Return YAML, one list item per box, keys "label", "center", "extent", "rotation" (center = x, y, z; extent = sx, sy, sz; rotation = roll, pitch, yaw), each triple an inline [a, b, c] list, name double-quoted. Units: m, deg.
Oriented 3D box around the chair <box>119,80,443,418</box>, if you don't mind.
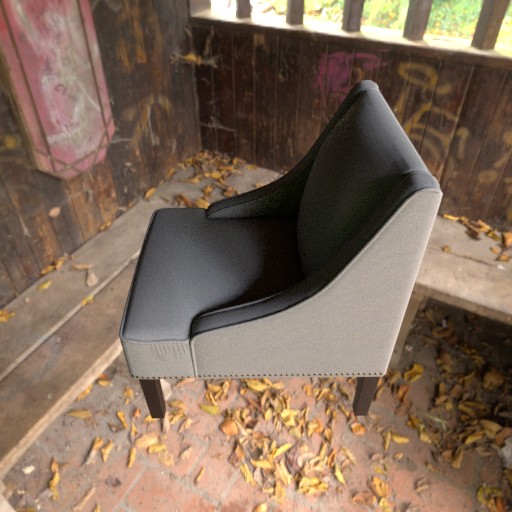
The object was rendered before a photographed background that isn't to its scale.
- label: "chair"
  center: [0.000, 0.000, 1.375]
  extent: [0.747, 0.867, 0.631]
  rotation: [-1, 40, -1]
